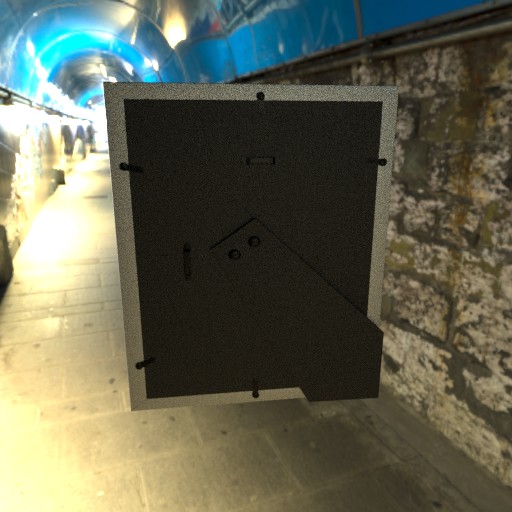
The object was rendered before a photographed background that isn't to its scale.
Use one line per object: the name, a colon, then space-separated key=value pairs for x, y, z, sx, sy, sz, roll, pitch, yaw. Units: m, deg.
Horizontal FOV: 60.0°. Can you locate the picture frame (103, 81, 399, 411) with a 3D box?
picture frame: x=0.000 y=0.000 z=0.389 sx=0.233 sy=0.282 sz=0.036 roll=-2 pitch=16 yaw=-8
